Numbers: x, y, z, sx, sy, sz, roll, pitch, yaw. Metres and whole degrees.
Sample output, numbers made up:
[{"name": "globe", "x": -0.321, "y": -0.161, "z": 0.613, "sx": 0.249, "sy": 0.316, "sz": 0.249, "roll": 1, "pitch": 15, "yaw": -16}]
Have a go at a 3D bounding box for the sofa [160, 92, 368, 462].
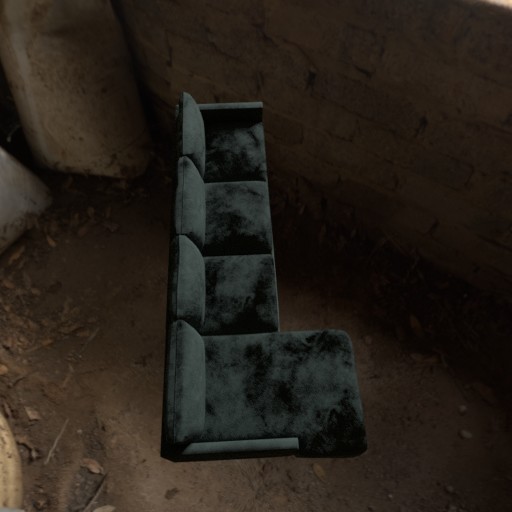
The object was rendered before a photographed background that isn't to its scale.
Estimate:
[{"name": "sofa", "x": 0.000, "y": 0.000, "z": 4.047, "sx": 1.500, "sy": 0.967, "sz": 3.400, "roll": -3, "pitch": 62, "yaw": -1}]
